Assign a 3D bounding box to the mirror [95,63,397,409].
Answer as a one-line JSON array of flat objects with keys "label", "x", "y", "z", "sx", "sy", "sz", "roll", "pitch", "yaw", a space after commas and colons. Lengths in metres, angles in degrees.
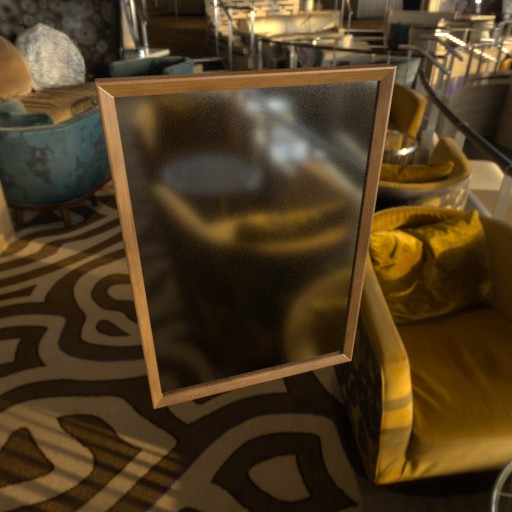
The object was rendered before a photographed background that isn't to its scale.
[{"label": "mirror", "x": 0.000, "y": 0.000, "z": 0.914, "sx": 0.508, "sy": 0.711, "sz": 0.039, "roll": -9, "pitch": 33, "yaw": -15}]
